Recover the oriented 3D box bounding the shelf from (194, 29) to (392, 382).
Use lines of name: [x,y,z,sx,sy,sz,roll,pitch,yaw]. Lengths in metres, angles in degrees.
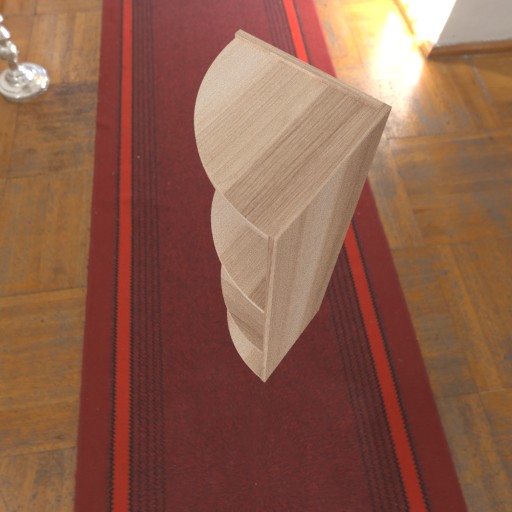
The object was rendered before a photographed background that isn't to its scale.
shelf: [0.000,0.000,1.037,0.290,0.872,0.290,34,68,16]
